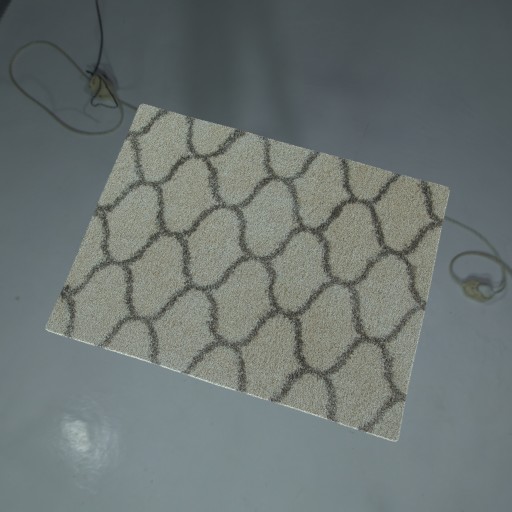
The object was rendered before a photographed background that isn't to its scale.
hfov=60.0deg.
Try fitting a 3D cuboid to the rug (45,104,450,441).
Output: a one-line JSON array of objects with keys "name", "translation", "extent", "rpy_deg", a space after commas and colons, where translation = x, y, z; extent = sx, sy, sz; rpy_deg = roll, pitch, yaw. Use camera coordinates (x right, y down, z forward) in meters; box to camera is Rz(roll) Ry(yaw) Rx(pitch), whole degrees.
[{"name": "rug", "translation": [0.000, 0.000, 2.060], "extent": [1.600, 0.025, 1.200], "rpy_deg": [16, 76, 4]}]
